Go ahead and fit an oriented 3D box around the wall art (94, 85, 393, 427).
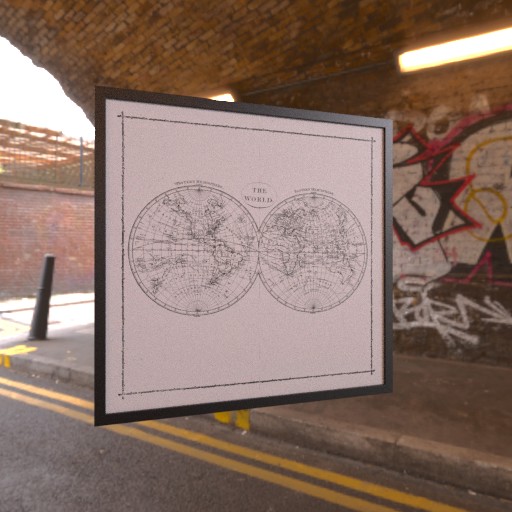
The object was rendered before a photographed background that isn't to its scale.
[{"bbox_3d":[0.000,0.000,0.478,0.327,0.318,0.029,0,0,-18],"label":"wall art"}]
